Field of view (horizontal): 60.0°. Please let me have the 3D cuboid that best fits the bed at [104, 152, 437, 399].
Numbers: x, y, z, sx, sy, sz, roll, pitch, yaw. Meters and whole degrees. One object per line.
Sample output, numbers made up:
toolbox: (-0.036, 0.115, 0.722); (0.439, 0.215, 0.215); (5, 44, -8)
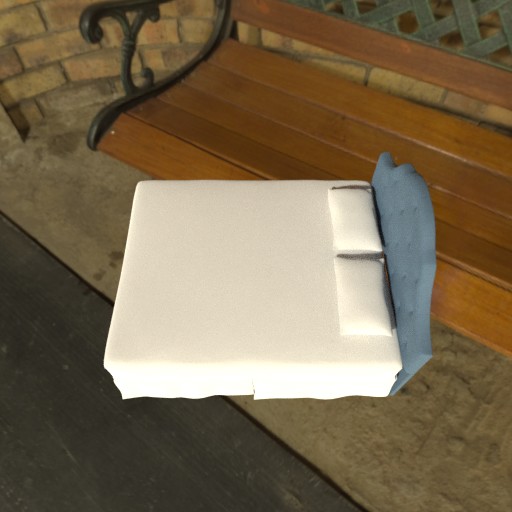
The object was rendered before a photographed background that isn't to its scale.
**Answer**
bed: (0.000, 0.000, 3.819); (2.477, 1.617, 2.039); (0, 58, 0)
